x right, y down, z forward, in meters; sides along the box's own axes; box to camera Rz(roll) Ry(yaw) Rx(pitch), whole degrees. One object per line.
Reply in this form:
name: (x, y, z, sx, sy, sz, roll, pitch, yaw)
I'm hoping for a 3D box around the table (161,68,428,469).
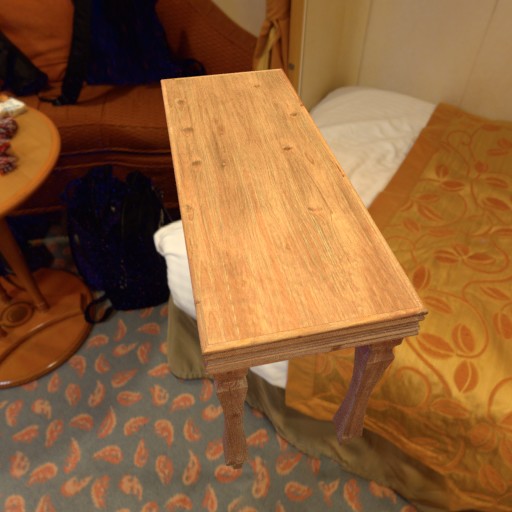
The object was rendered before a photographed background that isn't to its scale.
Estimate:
table: (0.000, 0.000, 1.738, 0.522, 0.873, 1.330, -9, 47, -8)
